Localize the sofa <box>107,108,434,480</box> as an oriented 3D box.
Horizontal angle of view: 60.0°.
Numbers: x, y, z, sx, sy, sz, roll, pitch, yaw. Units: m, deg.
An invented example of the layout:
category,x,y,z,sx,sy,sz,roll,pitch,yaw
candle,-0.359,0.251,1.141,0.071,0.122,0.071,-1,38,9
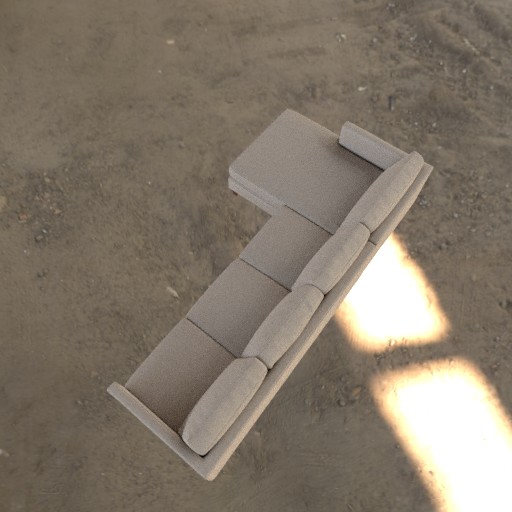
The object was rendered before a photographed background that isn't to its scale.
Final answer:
category,x,y,z,sx,sy,sz,roll,pitch,yaw
sofa,0.000,0.000,3.863,1.625,0.846,3.186,35,68,16
